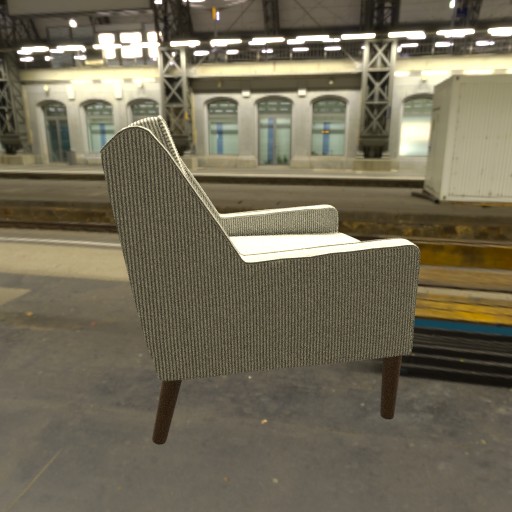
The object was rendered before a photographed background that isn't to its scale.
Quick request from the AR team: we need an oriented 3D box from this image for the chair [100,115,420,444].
[{"bbox_3d":[0.000,0.000,1.328,0.743,0.792,0.663,-3,15,-9],"label":"chair"}]
